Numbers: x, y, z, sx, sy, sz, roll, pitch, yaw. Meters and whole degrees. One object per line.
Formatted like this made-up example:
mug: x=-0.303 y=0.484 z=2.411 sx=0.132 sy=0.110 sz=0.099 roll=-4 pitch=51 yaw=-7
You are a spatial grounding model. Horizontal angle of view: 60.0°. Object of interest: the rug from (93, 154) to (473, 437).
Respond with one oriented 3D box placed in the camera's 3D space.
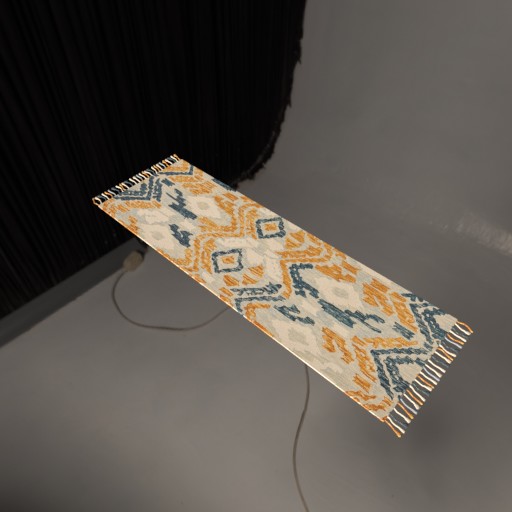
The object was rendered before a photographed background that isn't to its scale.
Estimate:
rug: x=0.000 y=0.000 z=2.713 sx=2.437 sy=0.010 sz=0.783 roll=33 pitch=55 yaw=28
